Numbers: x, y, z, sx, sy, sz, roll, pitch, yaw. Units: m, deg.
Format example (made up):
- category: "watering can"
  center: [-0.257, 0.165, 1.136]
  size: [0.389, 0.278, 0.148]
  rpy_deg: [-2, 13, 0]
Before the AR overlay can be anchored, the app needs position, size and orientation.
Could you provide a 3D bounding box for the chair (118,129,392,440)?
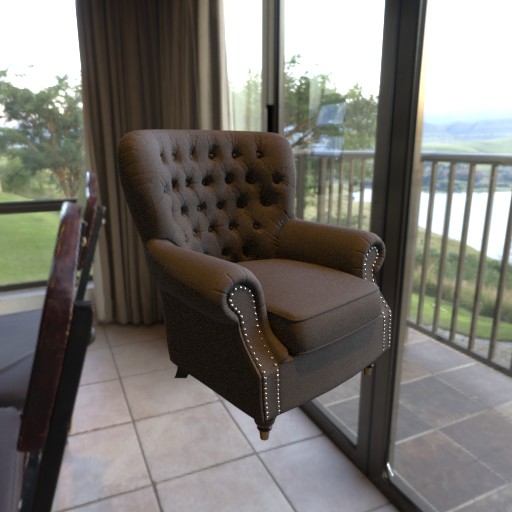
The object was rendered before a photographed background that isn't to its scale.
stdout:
- category: "chair"
  center: [0.000, 0.000, 1.890]
  size: [0.983, 1.046, 0.983]
  rpy_deg: [-14, 20, -41]
